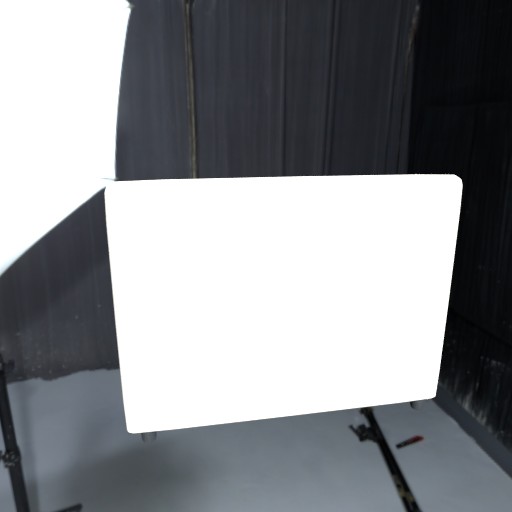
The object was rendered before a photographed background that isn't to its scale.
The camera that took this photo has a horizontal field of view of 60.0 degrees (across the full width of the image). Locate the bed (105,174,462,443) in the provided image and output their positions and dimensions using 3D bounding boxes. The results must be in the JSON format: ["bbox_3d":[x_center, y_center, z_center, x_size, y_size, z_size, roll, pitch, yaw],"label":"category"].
[{"bbox_3d":[0.000,0.000,3.173,1.748,1.330,2.142,-3,16,-10],"label":"bed"}]
